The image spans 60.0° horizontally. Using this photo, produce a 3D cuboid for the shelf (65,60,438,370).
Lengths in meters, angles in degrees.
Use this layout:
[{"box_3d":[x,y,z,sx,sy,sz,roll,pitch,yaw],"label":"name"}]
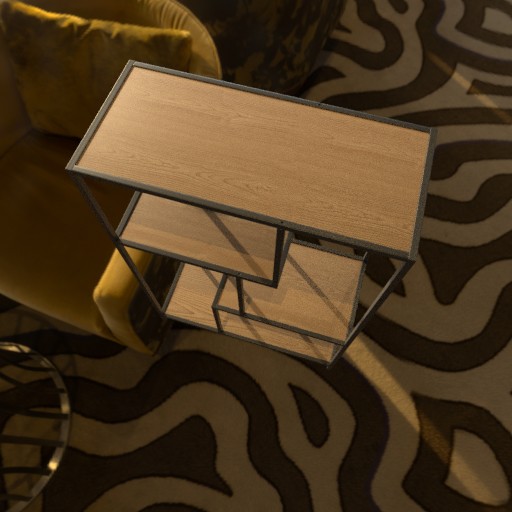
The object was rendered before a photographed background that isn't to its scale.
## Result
[{"box_3d":[0.000,0.000,1.512,0.770,1.138,0.350,15,66,7],"label":"shelf"}]
